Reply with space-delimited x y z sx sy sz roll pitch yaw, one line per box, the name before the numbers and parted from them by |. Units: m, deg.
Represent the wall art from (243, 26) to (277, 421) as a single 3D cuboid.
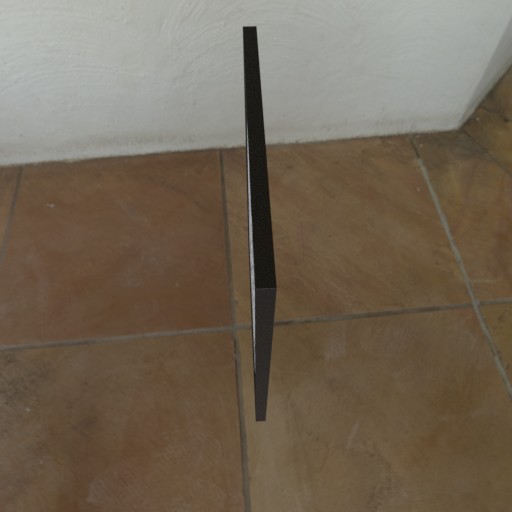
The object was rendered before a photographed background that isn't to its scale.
wall art | 0.000 0.000 1.438 0.038 1.062 0.806 -2 58 -1
